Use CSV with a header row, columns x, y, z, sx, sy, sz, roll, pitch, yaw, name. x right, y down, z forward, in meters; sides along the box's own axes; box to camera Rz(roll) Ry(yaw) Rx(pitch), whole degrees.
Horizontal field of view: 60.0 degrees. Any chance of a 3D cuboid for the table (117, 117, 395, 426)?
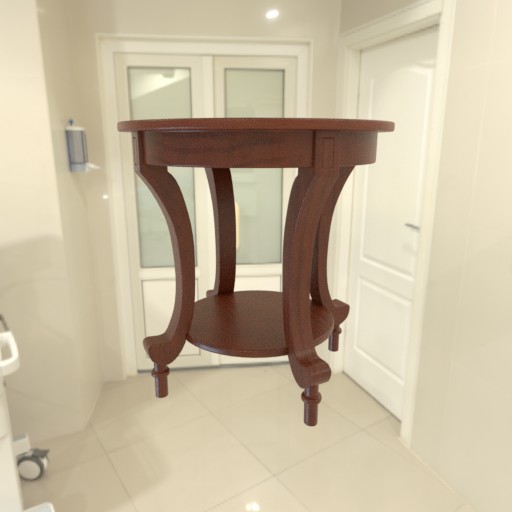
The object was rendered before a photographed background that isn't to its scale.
x,y,z,sx,sy,sz,roll,pitch,yaw,name
0.000,0.000,1.071,0.597,0.612,0.597,0,15,0,table
